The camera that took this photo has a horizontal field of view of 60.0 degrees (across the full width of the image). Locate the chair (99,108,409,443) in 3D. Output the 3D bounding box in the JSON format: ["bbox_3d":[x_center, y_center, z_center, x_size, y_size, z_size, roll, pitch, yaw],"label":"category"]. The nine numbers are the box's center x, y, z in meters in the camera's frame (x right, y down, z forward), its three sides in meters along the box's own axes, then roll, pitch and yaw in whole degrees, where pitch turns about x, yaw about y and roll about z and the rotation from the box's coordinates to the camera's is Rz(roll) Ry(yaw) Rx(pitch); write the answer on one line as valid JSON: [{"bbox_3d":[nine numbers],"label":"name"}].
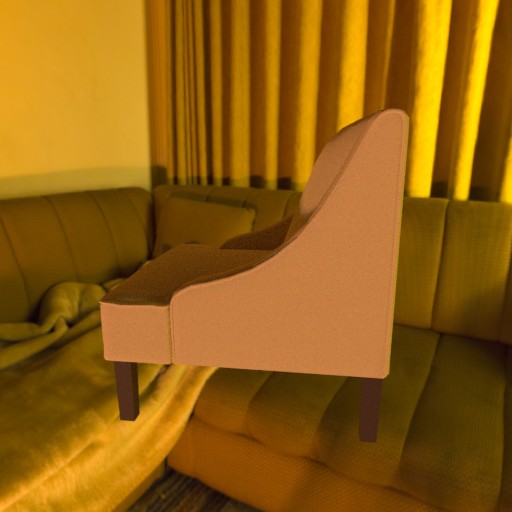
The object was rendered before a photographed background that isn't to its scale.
[{"bbox_3d":[0.000,0.000,1.479,0.806,0.886,0.689,2,14,8],"label":"chair"}]
